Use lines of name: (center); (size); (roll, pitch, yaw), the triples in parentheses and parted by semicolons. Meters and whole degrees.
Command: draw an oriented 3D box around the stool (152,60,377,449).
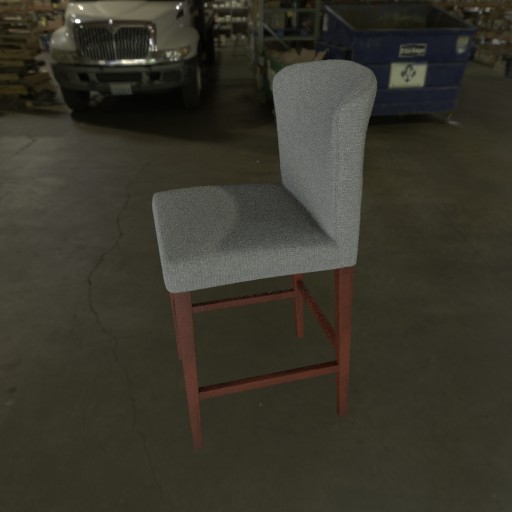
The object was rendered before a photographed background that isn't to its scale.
stool: (0.000, 0.000, 1.346); (0.568, 1.069, 0.486); (-8, 31, -13)
